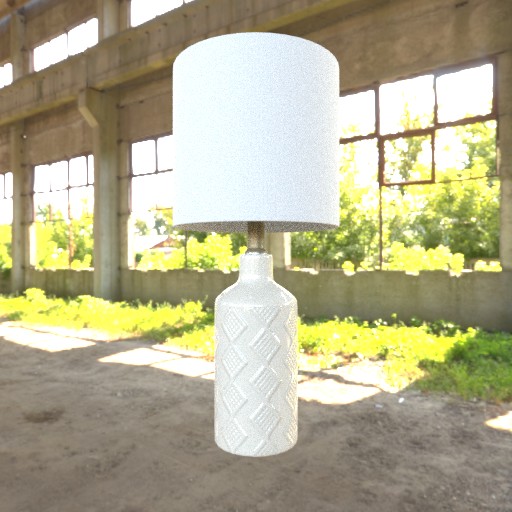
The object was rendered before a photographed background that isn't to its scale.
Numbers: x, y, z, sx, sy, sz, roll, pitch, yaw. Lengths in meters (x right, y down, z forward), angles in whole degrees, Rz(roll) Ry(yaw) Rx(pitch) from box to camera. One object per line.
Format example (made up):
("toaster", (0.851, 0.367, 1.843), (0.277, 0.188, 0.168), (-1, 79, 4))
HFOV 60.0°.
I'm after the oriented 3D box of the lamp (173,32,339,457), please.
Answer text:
("lamp", (0.000, 0.000, 0.559), (0.207, 0.461, 0.207), (0, 0, 1))
